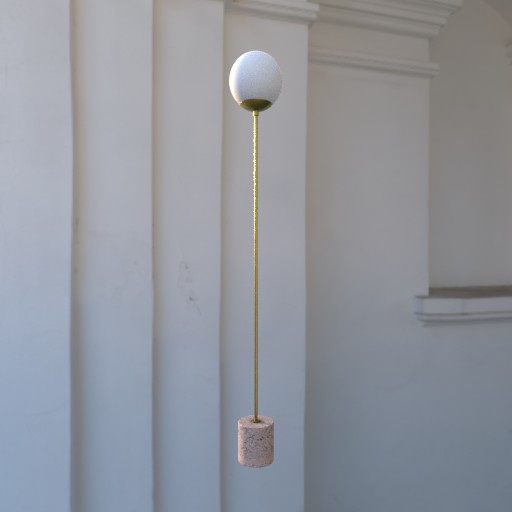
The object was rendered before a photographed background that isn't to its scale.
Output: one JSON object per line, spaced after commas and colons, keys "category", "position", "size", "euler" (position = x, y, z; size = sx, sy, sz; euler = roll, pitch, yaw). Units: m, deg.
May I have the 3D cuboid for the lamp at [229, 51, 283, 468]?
{"category": "lamp", "position": [0.000, 0.000, 1.907], "size": [0.229, 1.748, 0.229], "euler": [0, 0, 0]}
